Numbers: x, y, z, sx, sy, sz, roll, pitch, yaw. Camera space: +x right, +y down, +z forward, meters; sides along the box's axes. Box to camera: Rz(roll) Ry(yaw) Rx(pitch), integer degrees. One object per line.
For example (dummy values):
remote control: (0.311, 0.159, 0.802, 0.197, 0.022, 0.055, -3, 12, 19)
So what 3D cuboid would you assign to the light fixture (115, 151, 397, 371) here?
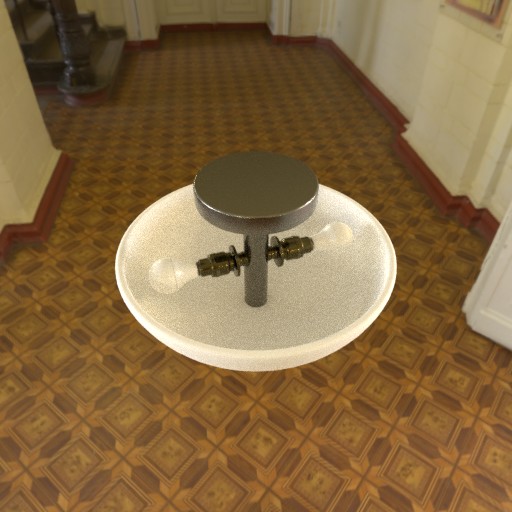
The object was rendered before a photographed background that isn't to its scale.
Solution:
light fixture: (0.000, 0.000, 0.545, 0.330, 0.214, 0.330, 0, 41, 0)
